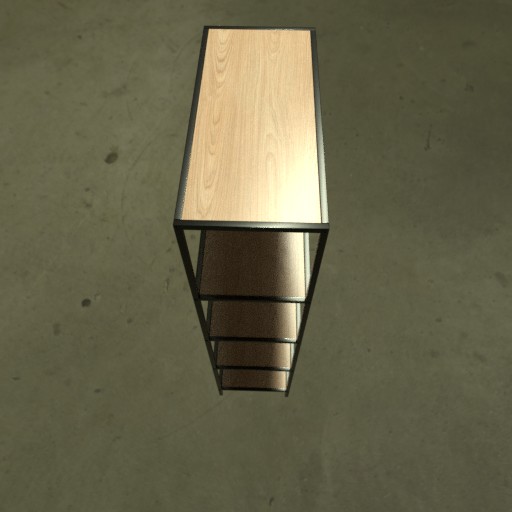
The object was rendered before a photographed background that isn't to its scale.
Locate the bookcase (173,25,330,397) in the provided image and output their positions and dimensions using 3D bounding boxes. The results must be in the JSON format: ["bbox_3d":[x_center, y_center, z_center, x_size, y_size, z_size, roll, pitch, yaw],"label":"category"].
[{"bbox_3d":[0.000,0.000,1.827,0.350,1.500,0.770,1,59,1],"label":"bookcase"}]
